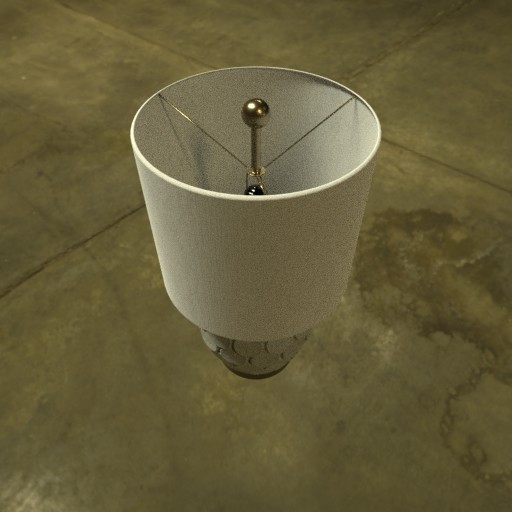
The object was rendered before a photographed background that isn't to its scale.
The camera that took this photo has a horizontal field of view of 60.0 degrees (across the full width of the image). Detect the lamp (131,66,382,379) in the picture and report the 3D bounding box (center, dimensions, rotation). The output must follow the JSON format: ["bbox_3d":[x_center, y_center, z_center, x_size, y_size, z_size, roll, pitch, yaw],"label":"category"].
[{"bbox_3d":[0.000,0.000,0.604,0.254,0.452,0.254,0,47,0],"label":"lamp"}]
